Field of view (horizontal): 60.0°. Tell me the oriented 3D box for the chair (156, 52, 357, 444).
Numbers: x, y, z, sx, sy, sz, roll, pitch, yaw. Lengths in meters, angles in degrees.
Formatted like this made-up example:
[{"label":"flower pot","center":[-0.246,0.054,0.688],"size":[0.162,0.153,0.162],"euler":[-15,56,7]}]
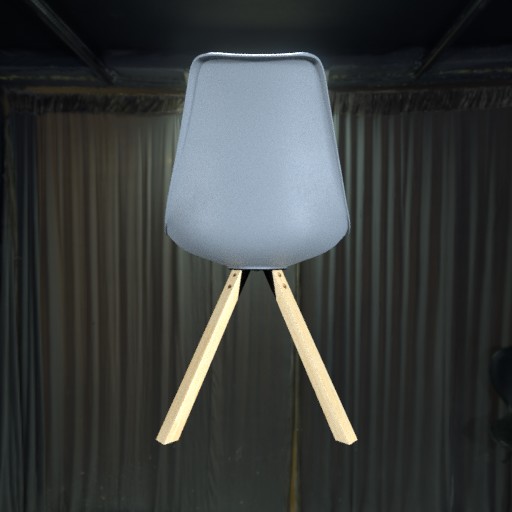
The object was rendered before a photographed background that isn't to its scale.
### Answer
[{"label":"chair","center":[0.000,0.000,1.180],"size":[0.485,0.850,0.549],"euler":[0,0,0]}]
